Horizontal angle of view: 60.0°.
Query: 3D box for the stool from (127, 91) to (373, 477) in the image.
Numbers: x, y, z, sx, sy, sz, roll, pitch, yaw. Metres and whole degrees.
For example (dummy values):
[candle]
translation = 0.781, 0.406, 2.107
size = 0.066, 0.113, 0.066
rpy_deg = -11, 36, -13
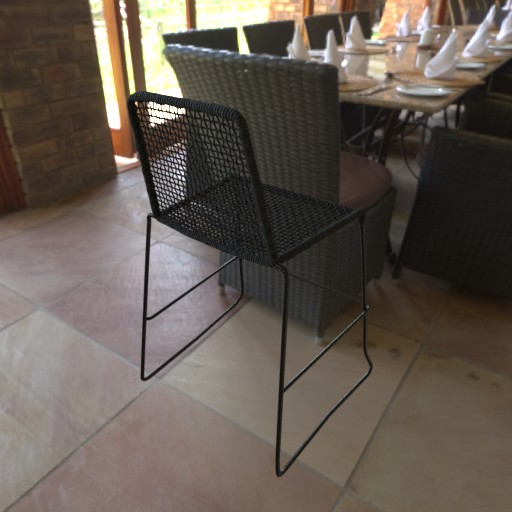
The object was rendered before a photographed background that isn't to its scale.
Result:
[stool]
translation = 0.000, 0.000, 1.211
size = 0.590, 0.905, 0.509
rpy_deg = 22, 37, 32
